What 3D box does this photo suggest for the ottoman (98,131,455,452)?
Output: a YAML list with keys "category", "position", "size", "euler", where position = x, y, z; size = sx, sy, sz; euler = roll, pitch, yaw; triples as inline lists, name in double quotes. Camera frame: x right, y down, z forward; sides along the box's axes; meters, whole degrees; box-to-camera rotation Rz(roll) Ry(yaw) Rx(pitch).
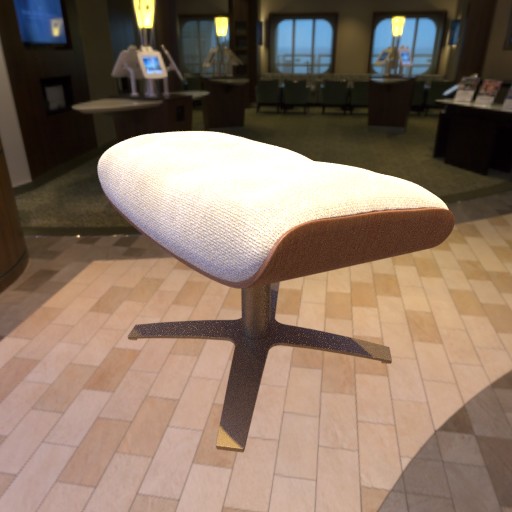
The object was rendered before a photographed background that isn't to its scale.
- category: "ottoman"
  position: [0.000, 0.000, 0.796]
  size: [0.394, 0.391, 0.520]
  euler: [-18, 30, -33]
